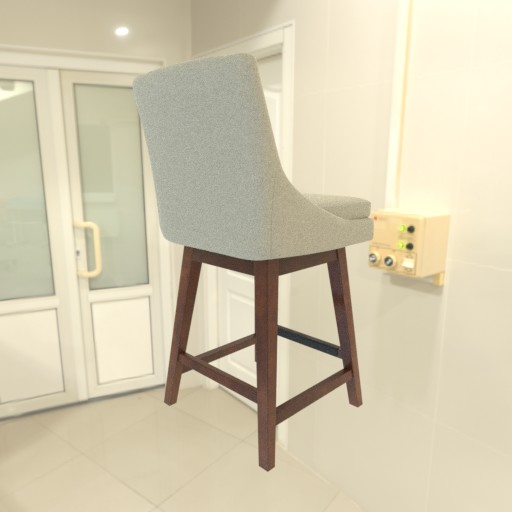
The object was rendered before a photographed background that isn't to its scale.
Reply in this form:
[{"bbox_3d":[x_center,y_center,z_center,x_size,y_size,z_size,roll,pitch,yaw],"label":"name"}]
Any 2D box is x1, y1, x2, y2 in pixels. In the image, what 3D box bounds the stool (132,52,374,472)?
[{"bbox_3d":[0.000,0.000,1.309,0.469,0.991,0.559,12,17,44],"label":"stool"}]
